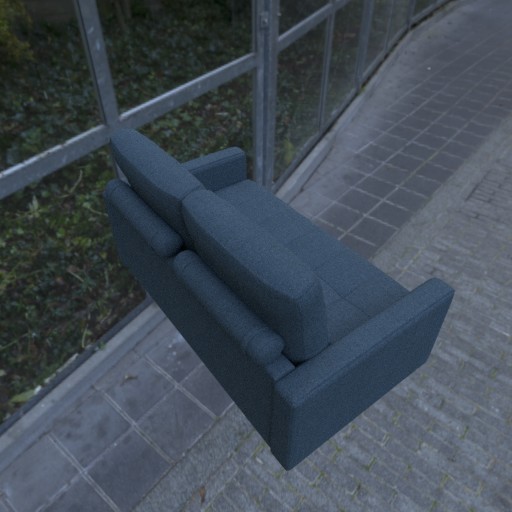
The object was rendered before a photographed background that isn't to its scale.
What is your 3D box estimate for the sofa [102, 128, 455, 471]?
[{"bbox_3d":[0.000,0.000,1.923,0.842,0.907,1.407,-26,47,-27],"label":"sofa"}]
